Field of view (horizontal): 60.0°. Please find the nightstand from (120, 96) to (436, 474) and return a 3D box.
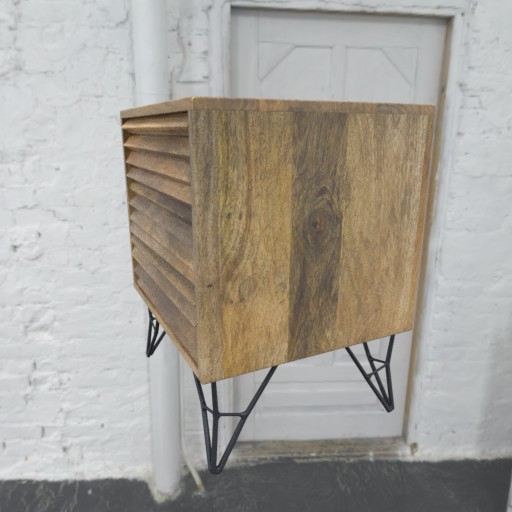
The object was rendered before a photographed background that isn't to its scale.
[{"bbox_3d":[0.000,0.000,0.880,0.406,0.559,0.457,-8,18,-26],"label":"nightstand"}]
